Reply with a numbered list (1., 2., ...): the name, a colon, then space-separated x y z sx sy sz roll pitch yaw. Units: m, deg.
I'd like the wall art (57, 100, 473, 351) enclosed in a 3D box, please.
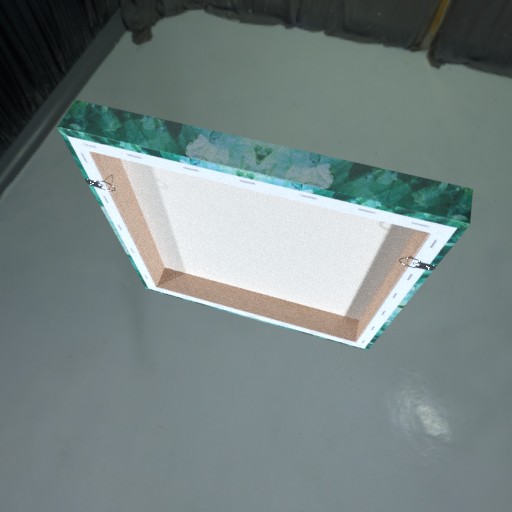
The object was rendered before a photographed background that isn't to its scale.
1. wall art: 0.000 0.000 0.465 0.313 0.313 0.033 15 63 8
